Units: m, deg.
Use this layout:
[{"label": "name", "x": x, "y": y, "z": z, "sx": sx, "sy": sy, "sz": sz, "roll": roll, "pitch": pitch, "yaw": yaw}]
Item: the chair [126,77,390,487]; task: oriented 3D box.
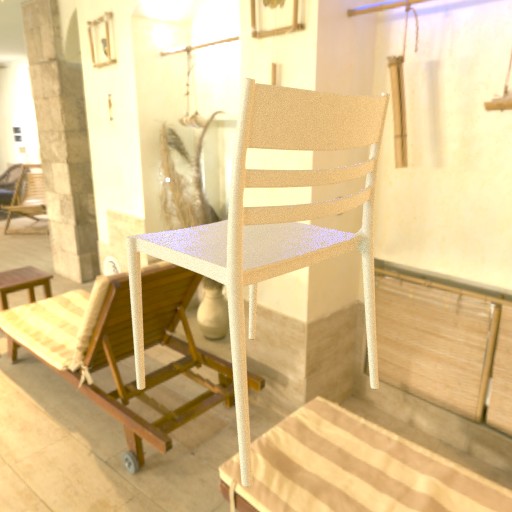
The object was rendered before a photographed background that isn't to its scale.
[{"label": "chair", "x": 0.000, "y": 0.000, "z": 1.149, "sx": 0.531, "sy": 0.800, "sz": 0.511, "roll": -15, "pitch": 22, "yaw": -43}]
